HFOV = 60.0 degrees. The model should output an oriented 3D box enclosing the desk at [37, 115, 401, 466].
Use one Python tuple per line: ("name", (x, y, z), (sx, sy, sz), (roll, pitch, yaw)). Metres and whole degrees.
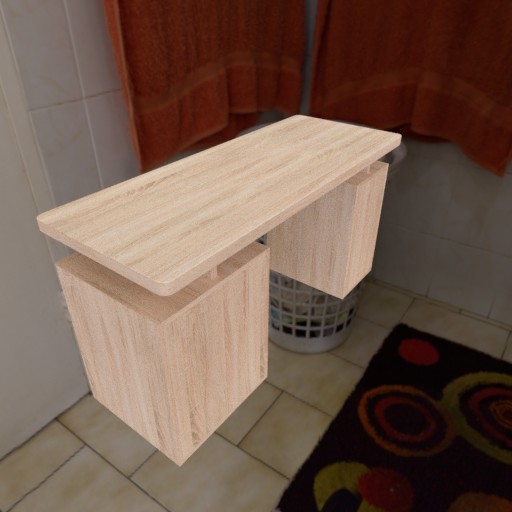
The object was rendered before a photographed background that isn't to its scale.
("desk", (0.000, 0.000, 1.808), (0.550, 0.760, 1.400), (22, 39, 31))
